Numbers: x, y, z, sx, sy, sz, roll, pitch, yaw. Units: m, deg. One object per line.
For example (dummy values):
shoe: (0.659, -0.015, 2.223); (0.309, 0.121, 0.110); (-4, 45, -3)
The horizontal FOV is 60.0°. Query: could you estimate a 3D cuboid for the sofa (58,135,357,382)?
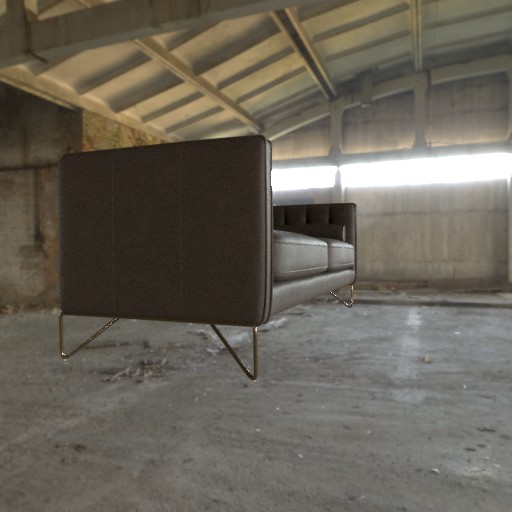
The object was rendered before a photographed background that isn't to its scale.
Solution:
sofa: (0.000, 0.000, 2.494); (0.867, 0.789, 2.087); (0, 0, 21)
